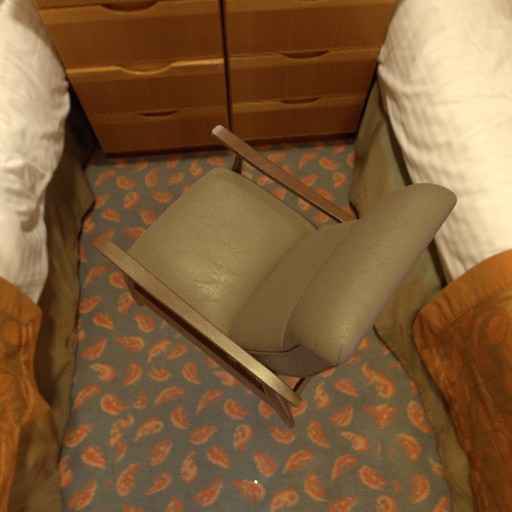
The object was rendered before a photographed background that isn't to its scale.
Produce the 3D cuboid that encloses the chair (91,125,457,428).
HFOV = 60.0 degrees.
[{"bbox_3d":[0.000,0.000,1.754,1.014,1.082,0.762,35,68,16],"label":"chair"}]
